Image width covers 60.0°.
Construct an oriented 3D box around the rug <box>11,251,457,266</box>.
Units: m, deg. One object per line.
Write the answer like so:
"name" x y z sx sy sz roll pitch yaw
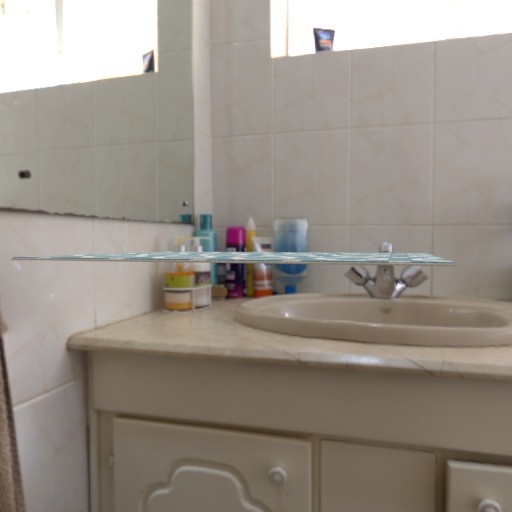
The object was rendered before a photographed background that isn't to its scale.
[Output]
"rug" 0.000 0.000 4.008 3.049 0.021 2.466 1 2 18
